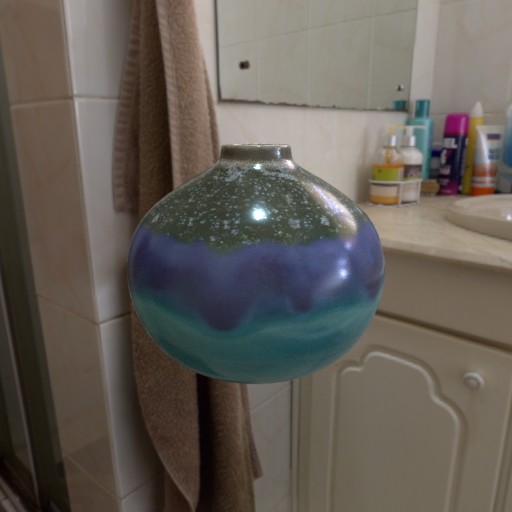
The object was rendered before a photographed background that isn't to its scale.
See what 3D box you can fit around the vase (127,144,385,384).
[{"bbox_3d":[0.000,0.000,0.273,0.154,0.133,0.154,0,15,0],"label":"vase"}]
